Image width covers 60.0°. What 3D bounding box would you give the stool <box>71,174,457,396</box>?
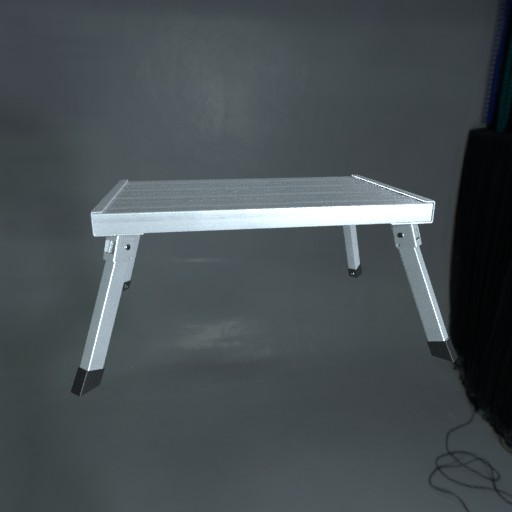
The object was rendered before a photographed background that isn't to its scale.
[{"bbox_3d":[0.000,0.000,0.740,0.535,0.225,0.385,-3,18,-9],"label":"stool"}]
